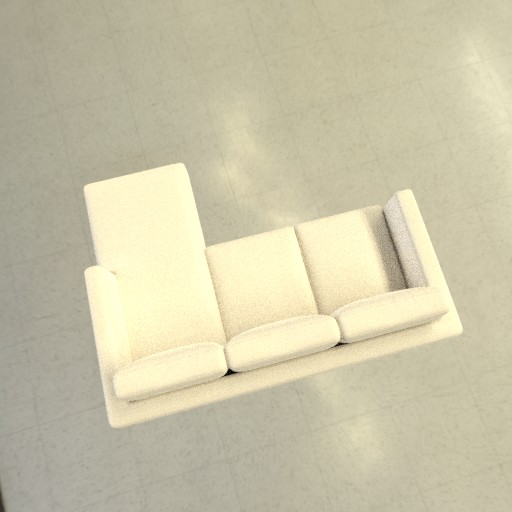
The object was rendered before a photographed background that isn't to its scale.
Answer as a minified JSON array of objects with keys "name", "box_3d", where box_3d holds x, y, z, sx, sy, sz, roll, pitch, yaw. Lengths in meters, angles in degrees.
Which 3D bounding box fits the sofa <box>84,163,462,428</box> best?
[{"name":"sofa","box_3d":[0.000,0.000,2.828,2.029,0.899,1.580,-14,77,-3]}]
